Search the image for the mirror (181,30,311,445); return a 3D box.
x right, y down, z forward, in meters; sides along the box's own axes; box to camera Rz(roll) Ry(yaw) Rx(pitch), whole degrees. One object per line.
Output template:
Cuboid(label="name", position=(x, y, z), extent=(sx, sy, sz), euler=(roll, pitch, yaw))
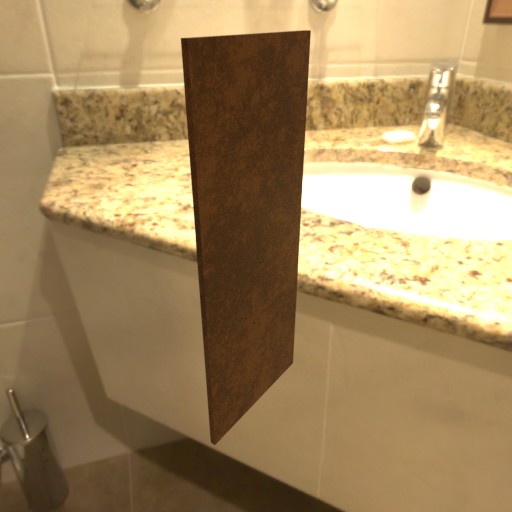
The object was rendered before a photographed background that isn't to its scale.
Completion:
Cuboid(label="mirror", position=(0.000, 0.000, 2.263), extent=(0.032, 2.031, 0.812), euler=(20, 35, 31))
